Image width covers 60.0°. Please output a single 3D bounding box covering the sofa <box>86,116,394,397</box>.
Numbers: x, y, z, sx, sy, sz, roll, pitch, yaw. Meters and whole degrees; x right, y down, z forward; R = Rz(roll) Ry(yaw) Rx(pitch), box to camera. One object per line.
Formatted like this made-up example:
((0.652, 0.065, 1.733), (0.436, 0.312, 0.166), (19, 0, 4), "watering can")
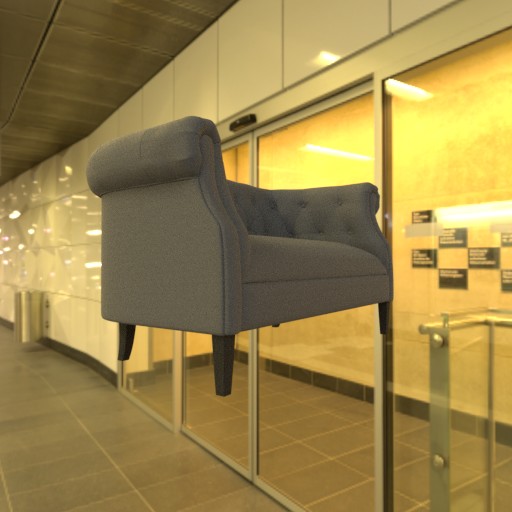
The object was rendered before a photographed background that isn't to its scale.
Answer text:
((0.000, 0.000, 2.048), (0.835, 0.827, 1.558), (-1, -1, 36), "sofa")
